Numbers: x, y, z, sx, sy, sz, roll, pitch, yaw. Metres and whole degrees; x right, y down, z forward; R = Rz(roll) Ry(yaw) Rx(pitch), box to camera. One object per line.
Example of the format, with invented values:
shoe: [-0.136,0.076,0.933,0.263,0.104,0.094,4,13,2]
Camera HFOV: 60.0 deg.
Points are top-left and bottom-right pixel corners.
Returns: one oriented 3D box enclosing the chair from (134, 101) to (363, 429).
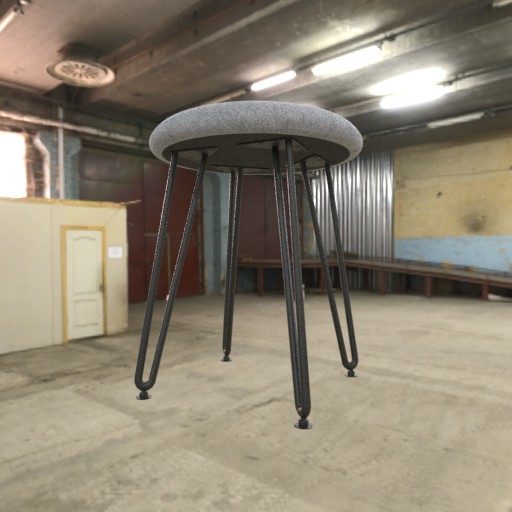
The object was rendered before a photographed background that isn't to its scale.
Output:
chair: [0.000,0.000,0.659,0.350,0.386,0.350,0,0,-19]
